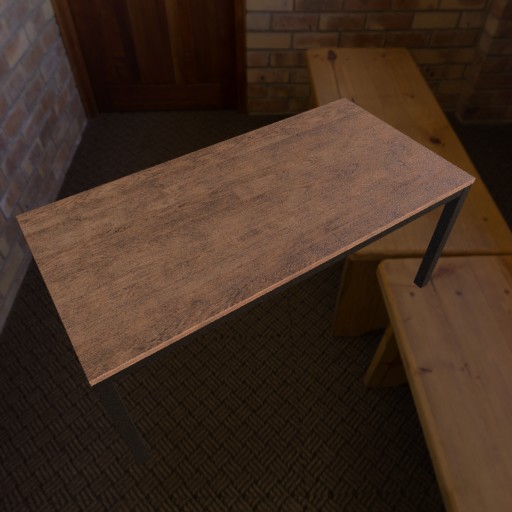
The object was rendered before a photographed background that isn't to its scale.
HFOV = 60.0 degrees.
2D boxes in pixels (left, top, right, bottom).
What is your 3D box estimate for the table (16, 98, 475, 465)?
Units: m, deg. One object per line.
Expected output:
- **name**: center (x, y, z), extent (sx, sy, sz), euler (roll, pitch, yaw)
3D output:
- **table**: center (0.000, 0.000, 2.211), extent (1.805, 0.767, 0.893), euler (-26, 52, -22)
